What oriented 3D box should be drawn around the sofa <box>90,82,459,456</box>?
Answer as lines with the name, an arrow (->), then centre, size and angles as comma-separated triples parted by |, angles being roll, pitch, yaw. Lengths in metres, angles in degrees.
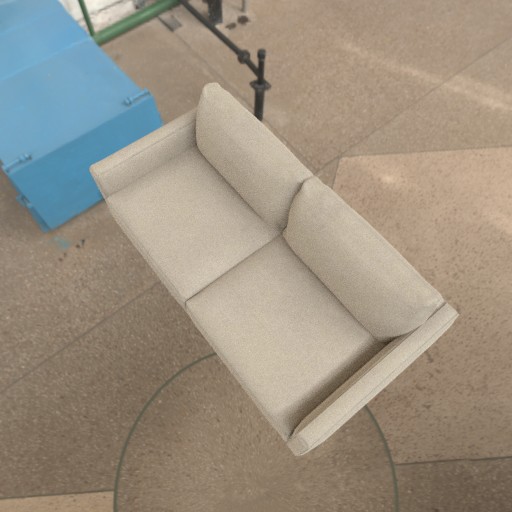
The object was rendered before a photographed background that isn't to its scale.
sofa -> 0.000, 0.000, 2.197 | 0.875, 0.840, 1.682 | -35, 68, -17
